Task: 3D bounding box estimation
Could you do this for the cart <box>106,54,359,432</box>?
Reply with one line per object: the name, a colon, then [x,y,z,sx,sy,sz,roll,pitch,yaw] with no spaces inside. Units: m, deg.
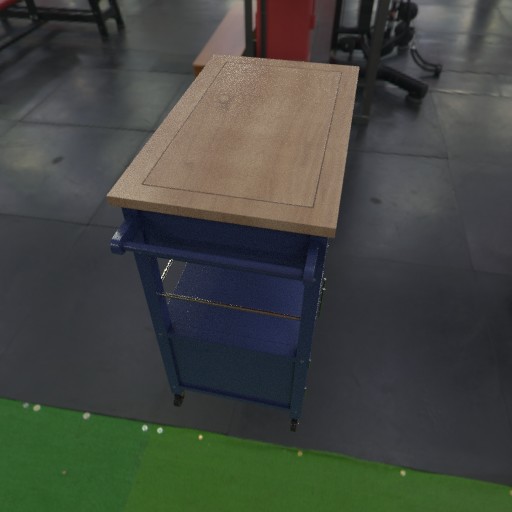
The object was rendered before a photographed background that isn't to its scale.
cart: [0.000,0.000,1.402,0.459,0.901,0.840,9,45,9]
